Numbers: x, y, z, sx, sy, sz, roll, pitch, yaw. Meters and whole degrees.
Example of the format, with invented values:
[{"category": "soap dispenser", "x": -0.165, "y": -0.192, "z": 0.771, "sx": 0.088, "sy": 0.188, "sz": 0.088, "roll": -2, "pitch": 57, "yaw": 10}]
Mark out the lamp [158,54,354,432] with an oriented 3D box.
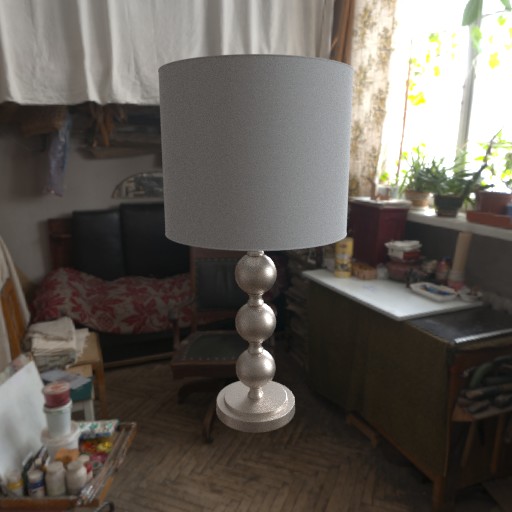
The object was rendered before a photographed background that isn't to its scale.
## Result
[{"category": "lamp", "x": 0.000, "y": 0.000, "z": 0.699, "sx": 0.277, "sy": 0.538, "sz": 0.277, "roll": 7, "pitch": 15, "yaw": 27}]
